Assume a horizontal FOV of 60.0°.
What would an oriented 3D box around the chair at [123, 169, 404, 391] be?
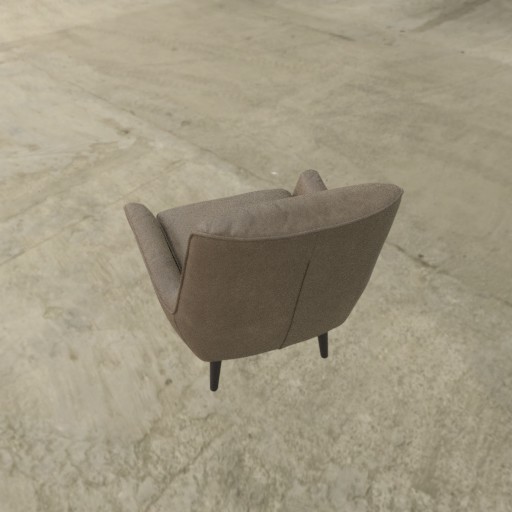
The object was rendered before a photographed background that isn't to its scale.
[{"bbox_3d":[0.000,0.000,1.500,0.787,0.888,0.824,-13,44,-14],"label":"chair"}]
